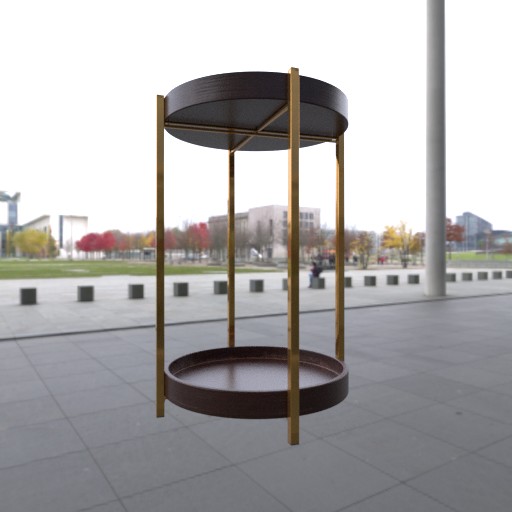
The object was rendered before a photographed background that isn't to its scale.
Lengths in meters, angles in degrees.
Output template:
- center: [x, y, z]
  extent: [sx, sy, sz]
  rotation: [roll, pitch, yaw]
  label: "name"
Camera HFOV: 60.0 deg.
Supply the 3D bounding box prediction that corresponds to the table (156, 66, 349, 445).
- center: [0.000, 0.000, 0.904]
  extent: [0.400, 0.610, 0.400]
  rotation: [0, 0, -18]
  label: "table"
